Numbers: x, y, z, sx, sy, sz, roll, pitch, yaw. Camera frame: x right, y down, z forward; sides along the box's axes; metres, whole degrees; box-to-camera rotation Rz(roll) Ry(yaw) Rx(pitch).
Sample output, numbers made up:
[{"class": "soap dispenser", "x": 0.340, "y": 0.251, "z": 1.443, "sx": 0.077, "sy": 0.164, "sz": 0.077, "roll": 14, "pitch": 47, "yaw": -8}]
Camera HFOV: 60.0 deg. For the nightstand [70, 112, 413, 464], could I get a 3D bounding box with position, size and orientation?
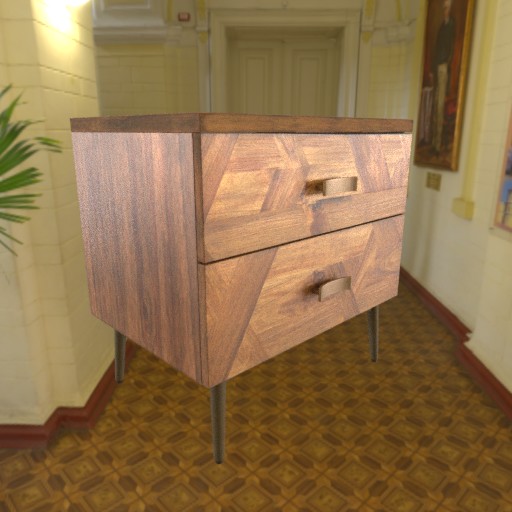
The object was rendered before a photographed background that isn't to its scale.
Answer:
[{"class": "nightstand", "x": 0.000, "y": 0.000, "z": 1.030, "sx": 0.610, "sy": 0.610, "sz": 0.458, "roll": -15, "pitch": 22, "yaw": -42}]
